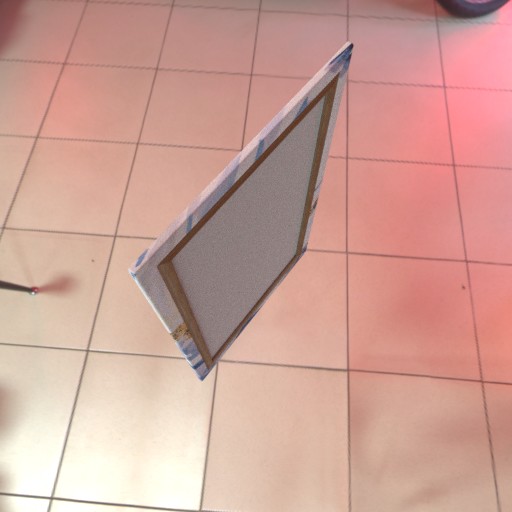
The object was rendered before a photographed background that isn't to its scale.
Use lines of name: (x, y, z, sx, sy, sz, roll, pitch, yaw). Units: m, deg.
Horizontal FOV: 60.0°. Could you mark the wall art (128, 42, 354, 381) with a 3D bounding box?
wall art: (0.000, 0.000, 1.167, 0.016, 0.914, 0.610, 35, 69, 15)
